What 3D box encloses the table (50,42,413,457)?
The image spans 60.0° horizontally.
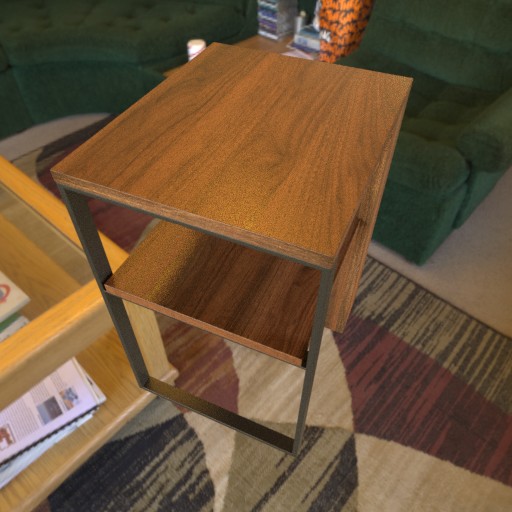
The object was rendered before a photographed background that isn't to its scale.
[{"bbox_3d":[0.000,0.000,1.523,0.660,1.041,0.786,18,49,16],"label":"table"}]
